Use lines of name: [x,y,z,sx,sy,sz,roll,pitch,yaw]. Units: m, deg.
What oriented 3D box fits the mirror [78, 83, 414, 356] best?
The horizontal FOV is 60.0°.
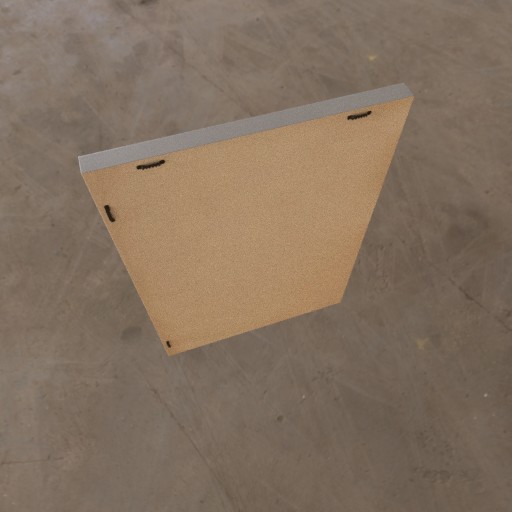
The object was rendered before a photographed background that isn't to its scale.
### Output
mirror: [0.000,0.000,0.947,0.507,0.710,0.039,-16,59,-10]
